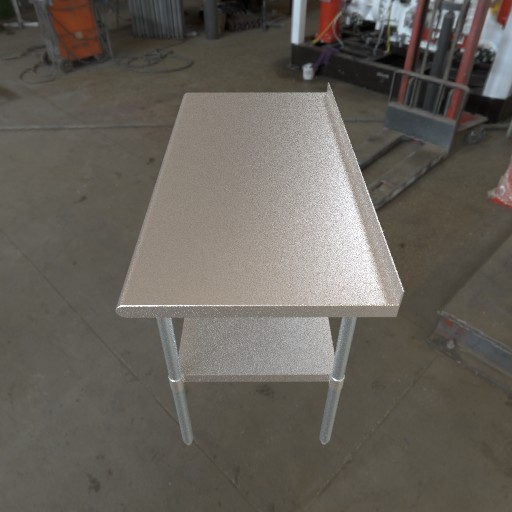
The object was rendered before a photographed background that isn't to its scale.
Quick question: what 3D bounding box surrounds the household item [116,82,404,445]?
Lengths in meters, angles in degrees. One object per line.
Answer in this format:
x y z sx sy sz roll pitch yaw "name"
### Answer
0.000 0.000 1.657 0.610 0.851 1.219 0 41 0 "household item"
